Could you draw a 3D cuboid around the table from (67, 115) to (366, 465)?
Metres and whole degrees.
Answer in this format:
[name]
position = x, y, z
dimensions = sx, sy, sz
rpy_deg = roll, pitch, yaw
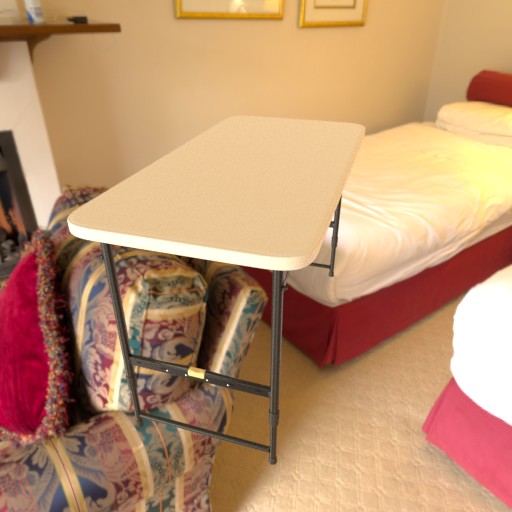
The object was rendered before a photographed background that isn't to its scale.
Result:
[table]
position = 0.000, 0.000, 1.638
dimensions = 0.610, 0.737, 1.219
rpy_deg = 9, 31, 15
